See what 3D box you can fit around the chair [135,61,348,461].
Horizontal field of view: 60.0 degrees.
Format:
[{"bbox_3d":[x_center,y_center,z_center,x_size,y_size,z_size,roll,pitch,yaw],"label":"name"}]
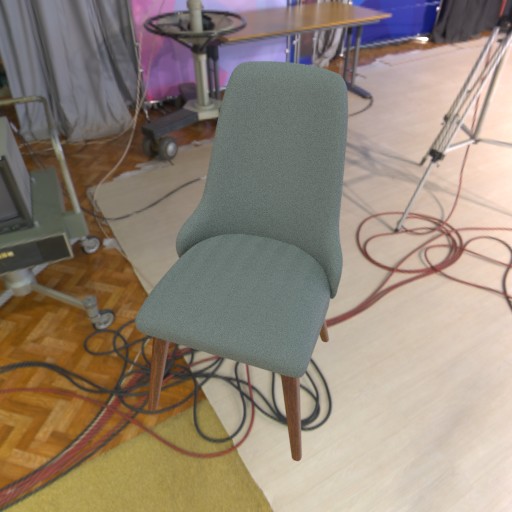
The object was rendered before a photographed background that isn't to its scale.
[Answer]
[{"bbox_3d":[0.000,0.000,1.342,0.535,0.918,0.707,14,43,15],"label":"chair"}]
